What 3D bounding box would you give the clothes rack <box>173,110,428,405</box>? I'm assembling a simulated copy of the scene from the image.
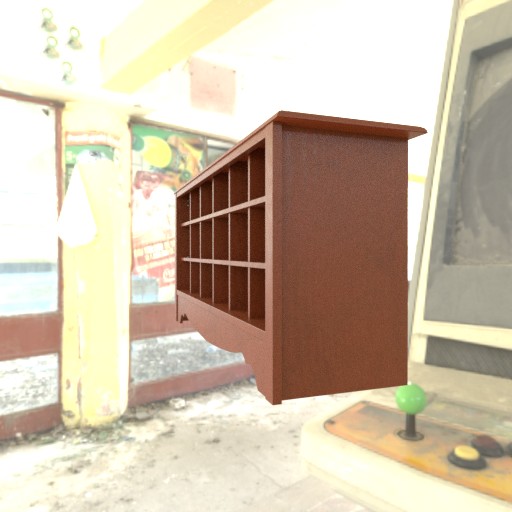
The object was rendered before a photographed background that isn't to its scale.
[{"bbox_3d":[0.000,0.000,1.515,0.362,0.594,1.251,0,1,-20],"label":"clothes rack"}]
